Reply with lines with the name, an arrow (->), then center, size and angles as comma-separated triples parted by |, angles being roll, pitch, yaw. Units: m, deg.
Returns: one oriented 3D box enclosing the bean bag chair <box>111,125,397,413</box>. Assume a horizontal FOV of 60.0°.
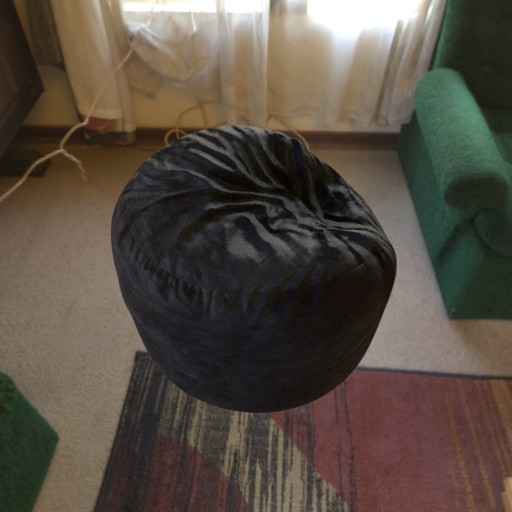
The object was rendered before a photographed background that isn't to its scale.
bean bag chair -> 0.000, 0.000, 1.523 | 0.918, 0.616, 0.918 | 0, 47, 0
